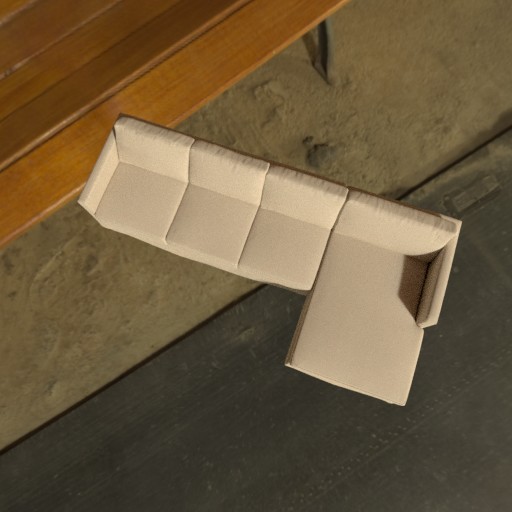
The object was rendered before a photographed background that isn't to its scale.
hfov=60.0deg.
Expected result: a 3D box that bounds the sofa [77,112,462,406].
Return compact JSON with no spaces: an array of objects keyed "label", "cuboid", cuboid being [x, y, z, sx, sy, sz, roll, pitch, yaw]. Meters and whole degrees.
[{"label":"sofa","cuboid":[0.000,0.000,3.933,3.206,0.871,1.622,19,76,5]}]
